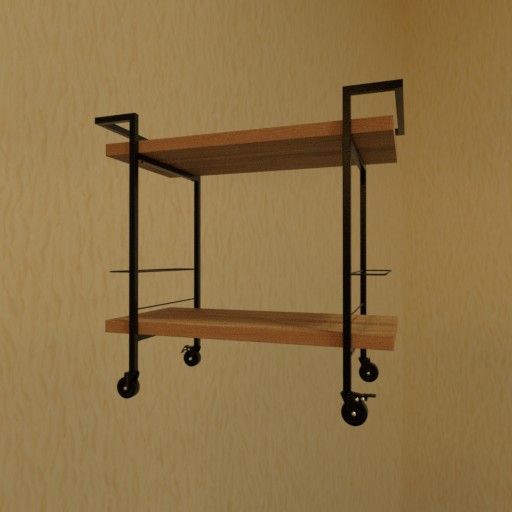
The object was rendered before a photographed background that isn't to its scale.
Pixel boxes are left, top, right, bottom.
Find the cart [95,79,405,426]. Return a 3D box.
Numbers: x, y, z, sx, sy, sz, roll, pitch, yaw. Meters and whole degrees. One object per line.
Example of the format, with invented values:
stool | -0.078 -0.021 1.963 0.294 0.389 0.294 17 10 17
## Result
cart | 0.000 0.000 1.271 0.806 0.762 0.406 0 0 19
